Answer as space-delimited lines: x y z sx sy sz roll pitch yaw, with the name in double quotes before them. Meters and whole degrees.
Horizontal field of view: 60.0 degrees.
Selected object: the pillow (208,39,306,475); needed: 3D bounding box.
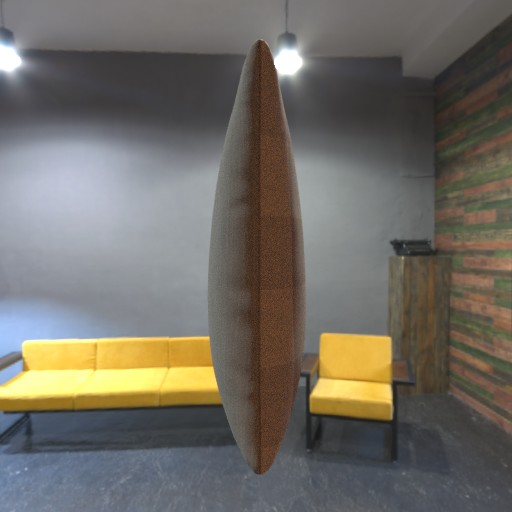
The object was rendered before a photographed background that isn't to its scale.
"pillow" 0.000 0.000 0.766 0.161 0.509 0.511 0 1 -1
